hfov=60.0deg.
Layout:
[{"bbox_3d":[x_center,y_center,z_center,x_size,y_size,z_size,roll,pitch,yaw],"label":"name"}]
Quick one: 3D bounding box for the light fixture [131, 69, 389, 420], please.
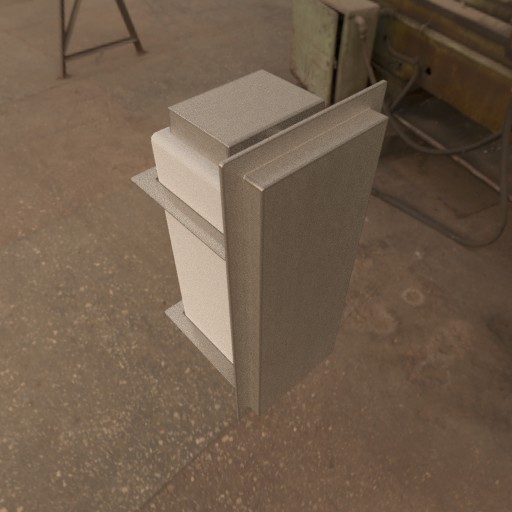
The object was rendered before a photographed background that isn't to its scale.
[{"bbox_3d":[0.000,0.000,0.479,0.168,0.380,0.160,-33,55,-27],"label":"light fixture"}]
